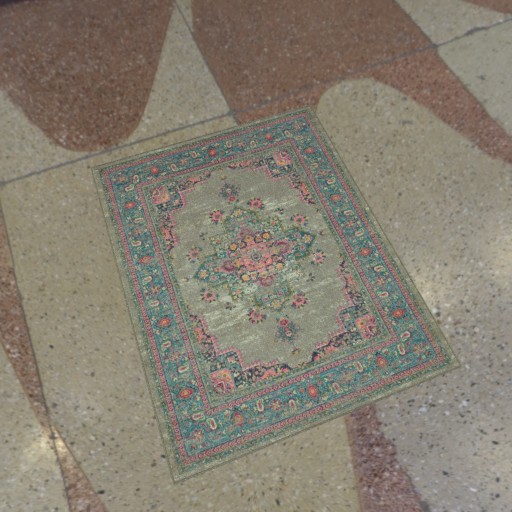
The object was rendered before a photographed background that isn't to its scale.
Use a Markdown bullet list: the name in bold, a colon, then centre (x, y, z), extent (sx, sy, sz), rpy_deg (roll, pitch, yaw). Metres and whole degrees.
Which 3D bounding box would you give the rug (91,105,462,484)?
- **rug**: centre (0.000, 0.000, 4.045), extent (2.434, 0.013, 3.057), rpy_deg (-19, 65, -9)
